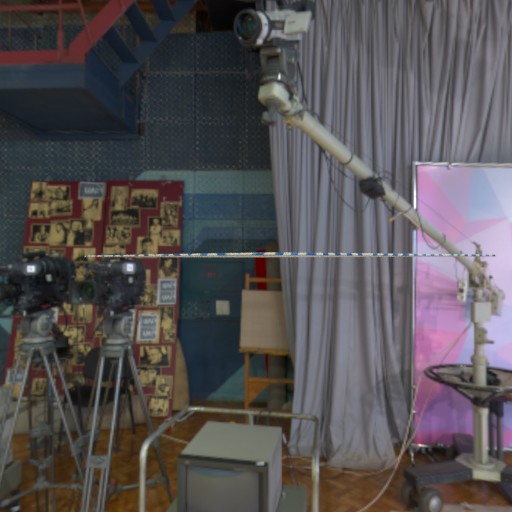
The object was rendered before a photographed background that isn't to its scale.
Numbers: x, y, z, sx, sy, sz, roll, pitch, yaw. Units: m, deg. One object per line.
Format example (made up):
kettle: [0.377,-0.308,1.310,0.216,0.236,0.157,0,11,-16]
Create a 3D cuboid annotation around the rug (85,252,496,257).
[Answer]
rug: [0.000,0.000,2.283,1.225,0.008,1.830,0,0,-36]
